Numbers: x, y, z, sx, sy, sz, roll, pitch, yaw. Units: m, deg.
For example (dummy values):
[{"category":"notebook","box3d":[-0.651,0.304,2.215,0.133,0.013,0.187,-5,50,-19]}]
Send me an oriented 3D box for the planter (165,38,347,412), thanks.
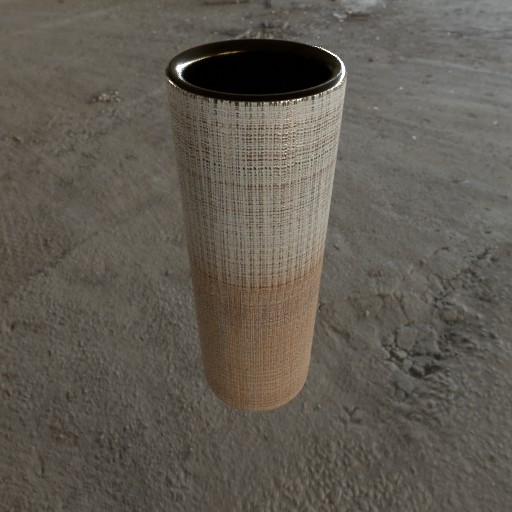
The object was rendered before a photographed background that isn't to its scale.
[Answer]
[{"category":"planter","box3d":[0.000,0.000,0.332,0.099,0.278,0.099,25,47,26]}]
